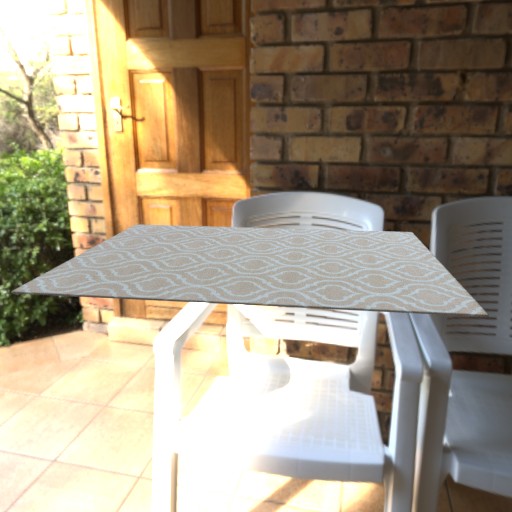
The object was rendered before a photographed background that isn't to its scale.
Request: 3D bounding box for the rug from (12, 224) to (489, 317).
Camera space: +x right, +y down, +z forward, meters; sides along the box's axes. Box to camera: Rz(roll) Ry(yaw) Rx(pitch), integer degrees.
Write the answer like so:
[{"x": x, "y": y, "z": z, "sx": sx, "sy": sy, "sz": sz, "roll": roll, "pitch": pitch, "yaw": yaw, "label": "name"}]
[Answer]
[{"x": 0.000, "y": 0.000, "z": 2.680, "sx": 2.134, "sy": 0.010, "sz": 1.524, "roll": 2, "pitch": 16, "yaw": 7, "label": "rug"}]
